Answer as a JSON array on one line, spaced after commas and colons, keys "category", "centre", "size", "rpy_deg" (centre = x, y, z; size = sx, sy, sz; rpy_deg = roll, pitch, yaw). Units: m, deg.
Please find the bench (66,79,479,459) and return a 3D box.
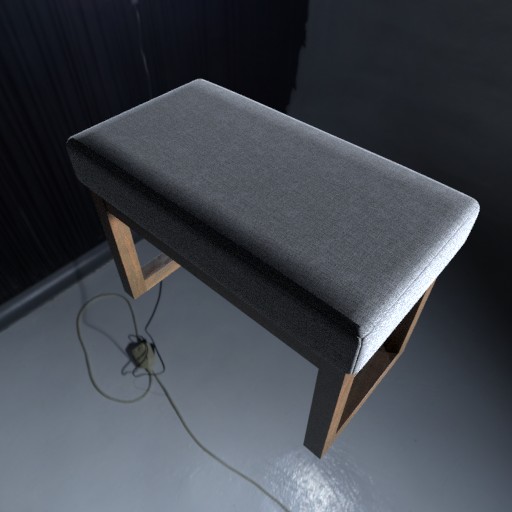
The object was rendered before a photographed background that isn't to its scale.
[{"category": "bench", "centre": [0.000, 0.000, 0.947], "size": [0.681, 0.467, 0.366], "rpy_deg": [33, 55, 27]}]
